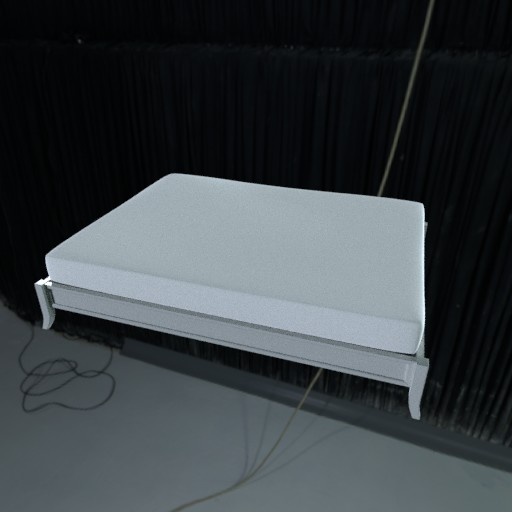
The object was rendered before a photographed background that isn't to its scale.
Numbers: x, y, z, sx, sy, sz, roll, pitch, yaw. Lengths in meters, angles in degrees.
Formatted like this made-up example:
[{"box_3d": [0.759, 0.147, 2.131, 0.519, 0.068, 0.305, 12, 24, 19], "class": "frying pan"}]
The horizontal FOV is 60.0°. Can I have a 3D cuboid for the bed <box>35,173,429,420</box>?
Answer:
[{"box_3d": [0.000, 0.000, 2.856, 2.108, 0.510, 1.604, 9, 30, 16], "class": "bed"}]
